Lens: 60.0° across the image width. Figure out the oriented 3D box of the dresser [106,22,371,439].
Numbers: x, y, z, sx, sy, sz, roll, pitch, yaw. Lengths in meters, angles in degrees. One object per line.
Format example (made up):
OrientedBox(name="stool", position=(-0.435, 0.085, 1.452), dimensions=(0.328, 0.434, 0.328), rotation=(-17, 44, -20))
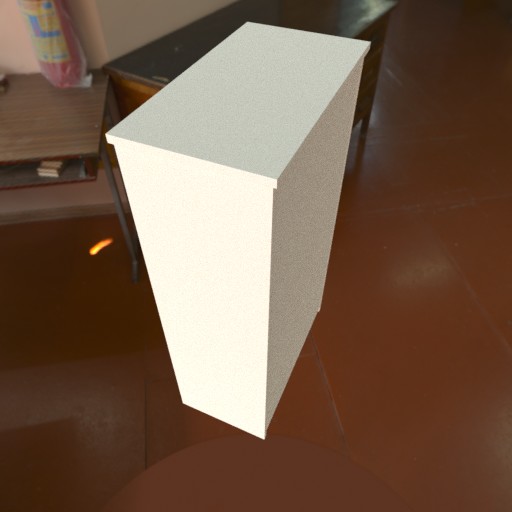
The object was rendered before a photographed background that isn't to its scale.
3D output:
OrientedBox(name="dresser", position=(0.000, 0.000, 1.544), dimensions=(0.399, 1.255, 0.704), rotation=(18, 49, 16))
